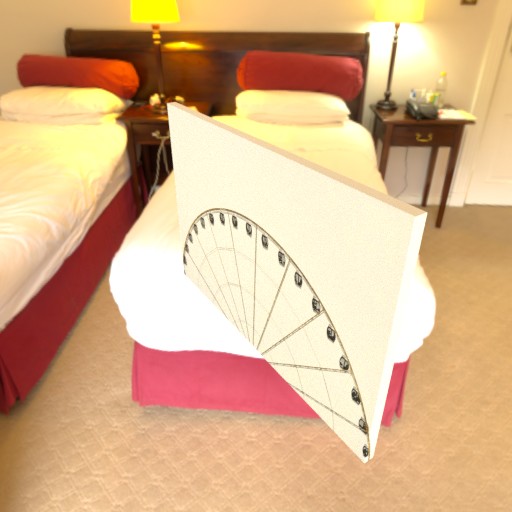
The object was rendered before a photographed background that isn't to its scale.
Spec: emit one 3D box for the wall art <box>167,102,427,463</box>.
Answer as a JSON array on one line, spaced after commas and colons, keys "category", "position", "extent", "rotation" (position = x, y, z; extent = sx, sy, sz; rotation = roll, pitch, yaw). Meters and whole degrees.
[{"category": "wall art", "position": [0.000, 0.000, 1.454], "extent": [0.038, 0.767, 1.144], "rotation": [-19, 36, -28]}]
